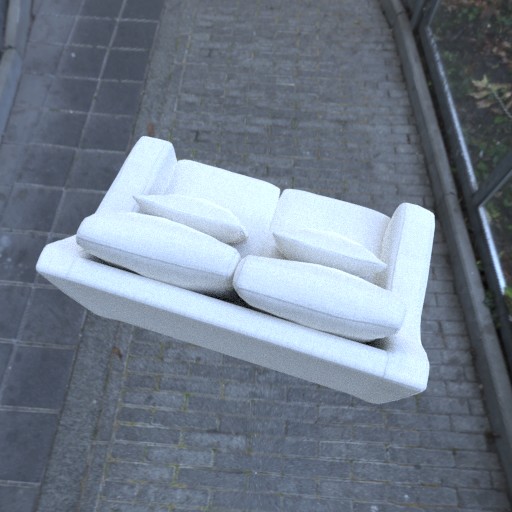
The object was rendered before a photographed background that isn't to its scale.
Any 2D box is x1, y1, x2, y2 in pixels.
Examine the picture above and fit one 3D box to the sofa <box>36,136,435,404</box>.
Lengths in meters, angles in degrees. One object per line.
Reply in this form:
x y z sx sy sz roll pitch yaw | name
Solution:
0.000 0.000 2.325 1.744 1.047 1.040 16 65 8 | sofa
